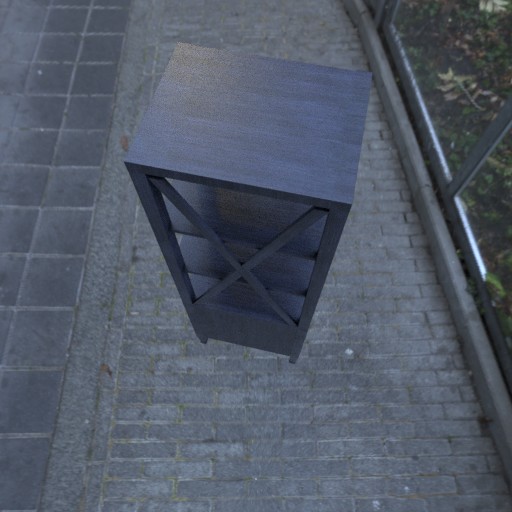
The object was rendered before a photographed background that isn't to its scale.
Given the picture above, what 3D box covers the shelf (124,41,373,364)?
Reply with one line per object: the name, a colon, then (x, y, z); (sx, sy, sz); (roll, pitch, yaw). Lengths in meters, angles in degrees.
shelf: (0.000, 0.000, 1.973); (0.584, 1.727, 0.472); (12, 64, 6)
